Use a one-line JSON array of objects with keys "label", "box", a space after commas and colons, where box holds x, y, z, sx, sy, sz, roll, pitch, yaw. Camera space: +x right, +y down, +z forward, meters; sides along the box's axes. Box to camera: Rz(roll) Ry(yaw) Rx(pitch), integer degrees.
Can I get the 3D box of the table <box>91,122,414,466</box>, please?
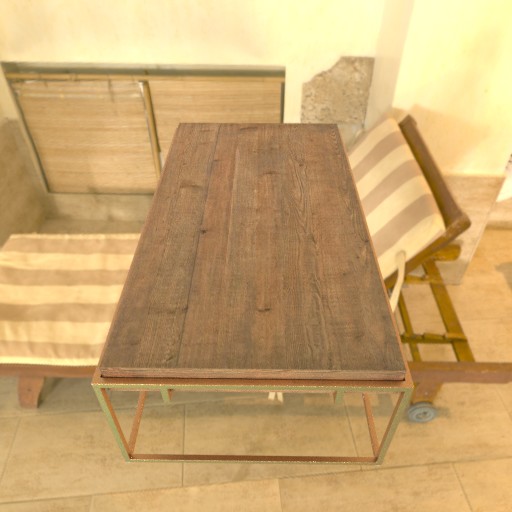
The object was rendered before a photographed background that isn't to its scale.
[{"label": "table", "box": [0.000, 0.000, 1.712, 0.775, 0.468, 1.387, 1, 41, 1]}]
